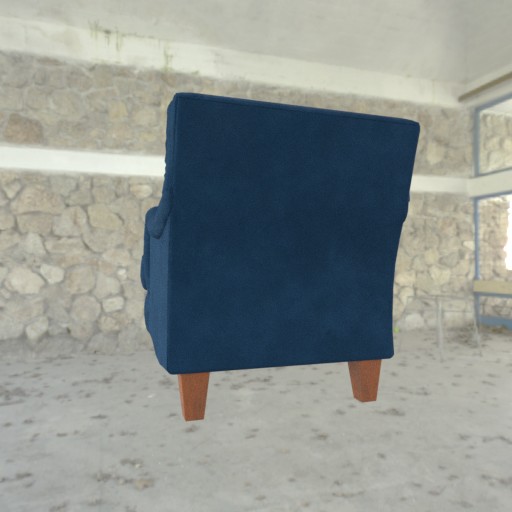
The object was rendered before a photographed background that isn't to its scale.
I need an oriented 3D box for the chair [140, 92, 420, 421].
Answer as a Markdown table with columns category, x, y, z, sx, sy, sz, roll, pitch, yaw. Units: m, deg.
| category | x | y | z | sx | sy | sz | roll | pitch | yaw |
| --- | --- | --- | --- | --- | --- | --- | --- | --- | --- |
| chair | 0.000 | 0.000 | 1.867 | 0.895 | 1.076 | 1.078 | 0 | -2 | -18 |
